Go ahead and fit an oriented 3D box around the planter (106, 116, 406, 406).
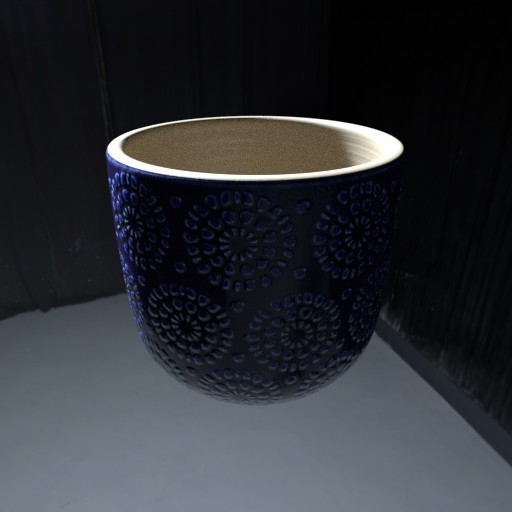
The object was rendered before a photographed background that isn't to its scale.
[{"bbox_3d":[0.000,0.000,0.284,0.165,0.149,0.165,0,26,0],"label":"planter"}]
